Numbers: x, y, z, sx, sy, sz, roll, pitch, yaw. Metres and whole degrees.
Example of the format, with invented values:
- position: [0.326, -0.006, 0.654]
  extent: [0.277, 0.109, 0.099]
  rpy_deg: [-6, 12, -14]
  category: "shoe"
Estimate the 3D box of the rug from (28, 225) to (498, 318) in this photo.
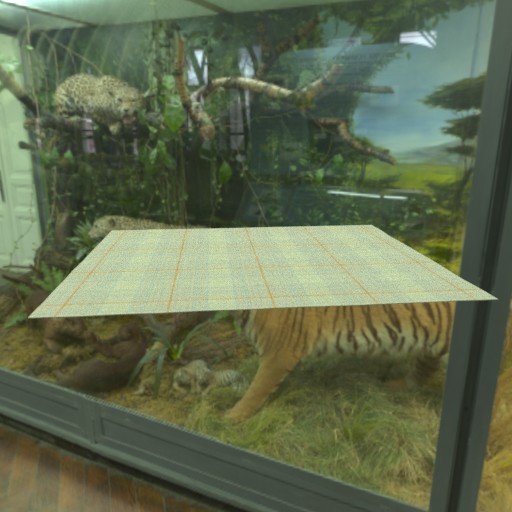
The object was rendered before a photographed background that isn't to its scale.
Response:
- position: [0.000, 0.000, 4.015]
  extent: [3.051, 0.021, 2.448]
  rpy_deg: [-2, 16, -6]
  category: "rug"
